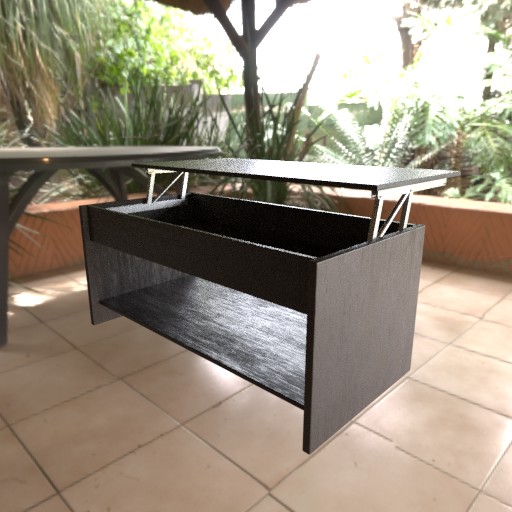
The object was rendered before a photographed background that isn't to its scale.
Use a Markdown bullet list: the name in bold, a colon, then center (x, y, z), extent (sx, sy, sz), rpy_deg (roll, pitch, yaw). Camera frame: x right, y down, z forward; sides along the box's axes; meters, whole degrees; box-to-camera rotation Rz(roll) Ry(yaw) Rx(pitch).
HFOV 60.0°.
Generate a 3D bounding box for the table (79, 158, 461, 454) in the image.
- **table**: center (0.000, 0.000, 1.473), extent (1.000, 0.570, 0.712), rpy_deg (14, 21, 42)
